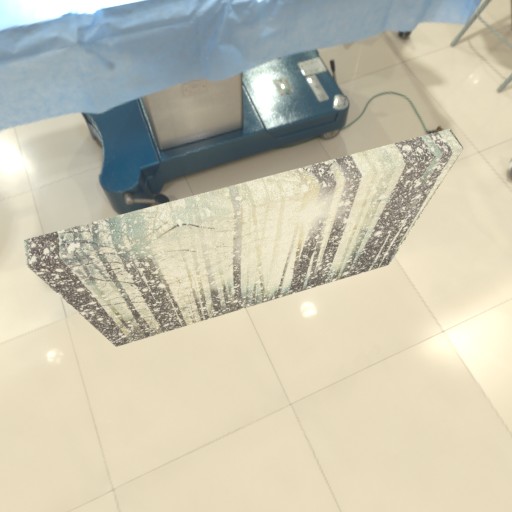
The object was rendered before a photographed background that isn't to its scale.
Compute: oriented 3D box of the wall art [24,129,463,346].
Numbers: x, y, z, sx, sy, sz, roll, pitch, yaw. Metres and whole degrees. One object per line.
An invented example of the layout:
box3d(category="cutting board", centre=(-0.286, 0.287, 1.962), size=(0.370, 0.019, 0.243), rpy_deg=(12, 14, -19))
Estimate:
box3d(category="wall art", centre=(0.000, 0.000, 0.783), size=(0.618, 0.398, 0.042), rpy_deg=(-16, 65, -8))
